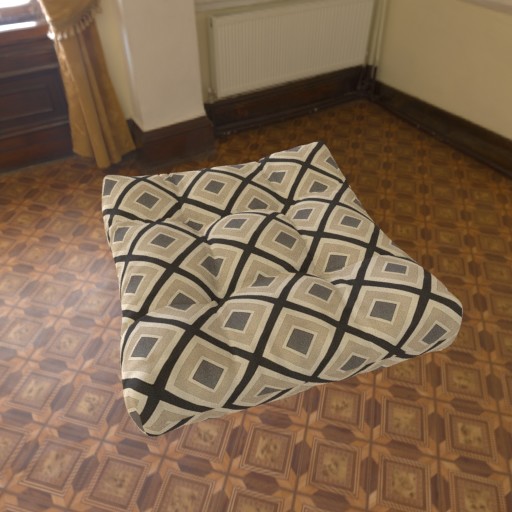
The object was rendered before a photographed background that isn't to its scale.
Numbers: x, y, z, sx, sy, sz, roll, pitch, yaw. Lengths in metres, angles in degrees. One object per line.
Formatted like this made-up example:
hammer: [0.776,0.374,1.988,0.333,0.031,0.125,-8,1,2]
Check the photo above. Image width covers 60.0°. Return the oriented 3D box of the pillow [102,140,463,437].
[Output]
pillow: [0.000,0.000,0.736,0.468,0.128,0.490,-12,44,-13]
